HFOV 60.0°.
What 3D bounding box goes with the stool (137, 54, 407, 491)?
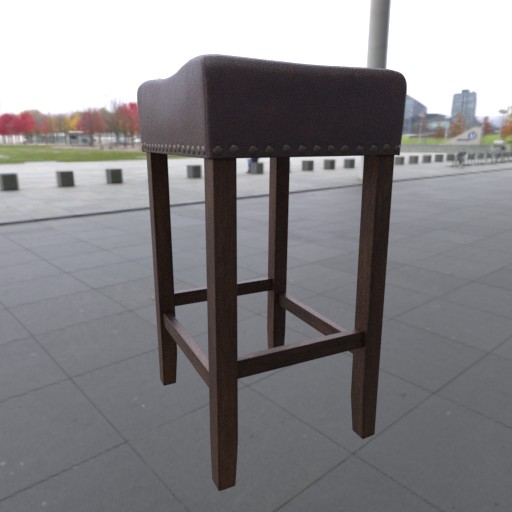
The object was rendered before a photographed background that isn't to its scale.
[{"bbox_3d":[0.000,0.000,1.012,0.401,0.769,0.465,-7,16,-25],"label":"stool"}]
